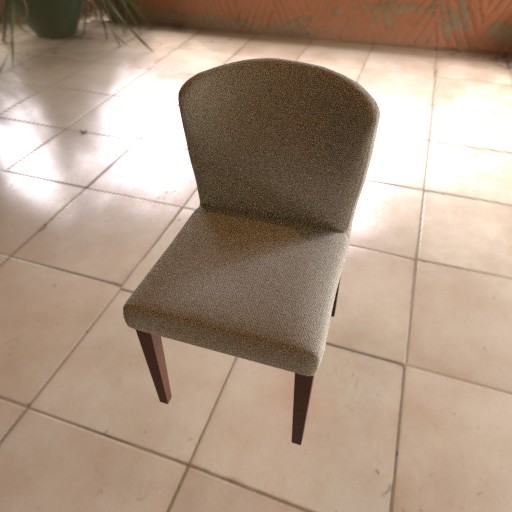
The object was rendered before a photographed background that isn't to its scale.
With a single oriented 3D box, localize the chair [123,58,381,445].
[{"bbox_3d":[0.000,0.000,1.187,0.491,0.839,0.589,12,44,13],"label":"chair"}]
